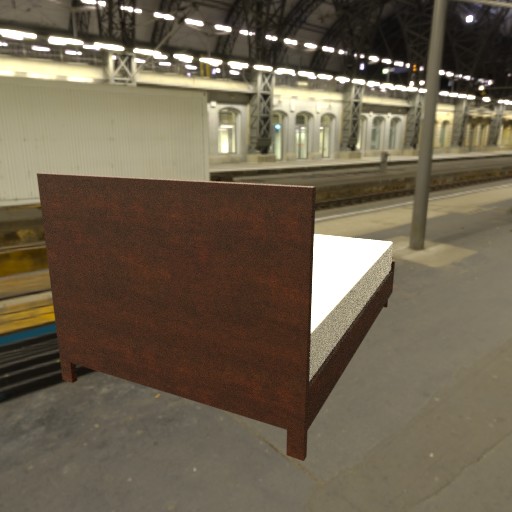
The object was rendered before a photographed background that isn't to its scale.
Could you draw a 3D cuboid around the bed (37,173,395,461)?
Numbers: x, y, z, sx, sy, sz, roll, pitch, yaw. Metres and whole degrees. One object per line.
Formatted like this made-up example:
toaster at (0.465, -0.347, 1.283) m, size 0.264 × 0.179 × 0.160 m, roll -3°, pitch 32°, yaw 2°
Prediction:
bed at (0.000, 0.000, 3.195) m, size 1.600 × 1.270 × 2.184 m, roll 7°, pitch 17°, yaw 26°
